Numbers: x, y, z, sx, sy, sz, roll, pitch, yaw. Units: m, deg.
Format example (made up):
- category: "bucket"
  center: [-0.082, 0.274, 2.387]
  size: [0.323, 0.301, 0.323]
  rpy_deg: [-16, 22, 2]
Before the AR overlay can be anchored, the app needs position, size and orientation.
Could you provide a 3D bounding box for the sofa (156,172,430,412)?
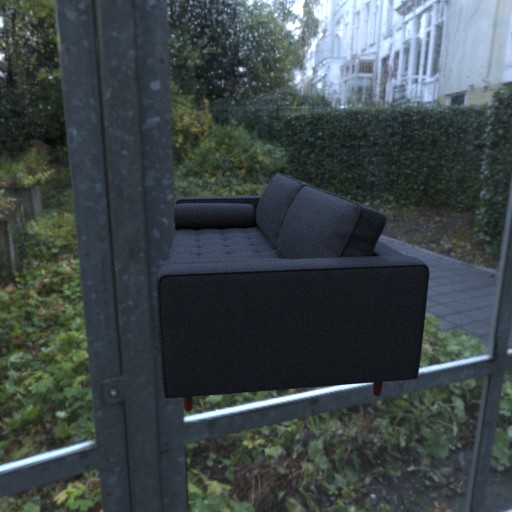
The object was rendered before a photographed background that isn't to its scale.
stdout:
- category: "sofa"
  center: [0.000, 0.000, 2.335]
  size: [0.914, 0.759, 1.875]
  rpy_deg: [-2, 15, -8]
